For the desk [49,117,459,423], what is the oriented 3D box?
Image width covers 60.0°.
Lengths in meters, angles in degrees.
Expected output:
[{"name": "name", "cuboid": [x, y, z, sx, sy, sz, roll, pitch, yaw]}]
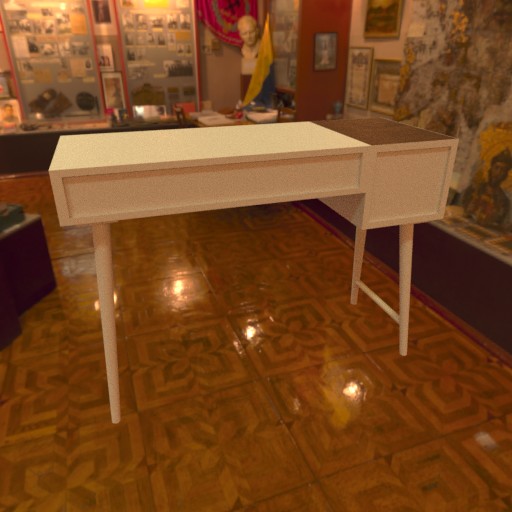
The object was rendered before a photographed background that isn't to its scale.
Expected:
[{"name": "desk", "cuboid": [0.000, 0.000, 1.440, 1.069, 0.761, 0.409, -8, 27, -16]}]
